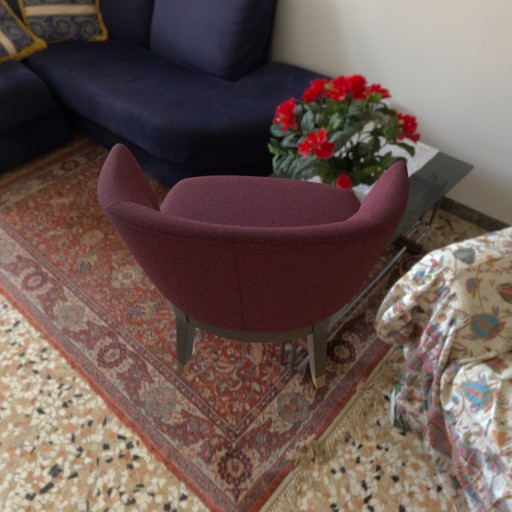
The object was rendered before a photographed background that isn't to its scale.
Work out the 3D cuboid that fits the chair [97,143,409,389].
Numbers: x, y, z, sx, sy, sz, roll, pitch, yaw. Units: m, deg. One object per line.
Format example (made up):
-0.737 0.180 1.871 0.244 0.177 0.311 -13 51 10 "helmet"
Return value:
0.000 0.000 1.277 0.700 0.760 0.660 5 46 4 "chair"
